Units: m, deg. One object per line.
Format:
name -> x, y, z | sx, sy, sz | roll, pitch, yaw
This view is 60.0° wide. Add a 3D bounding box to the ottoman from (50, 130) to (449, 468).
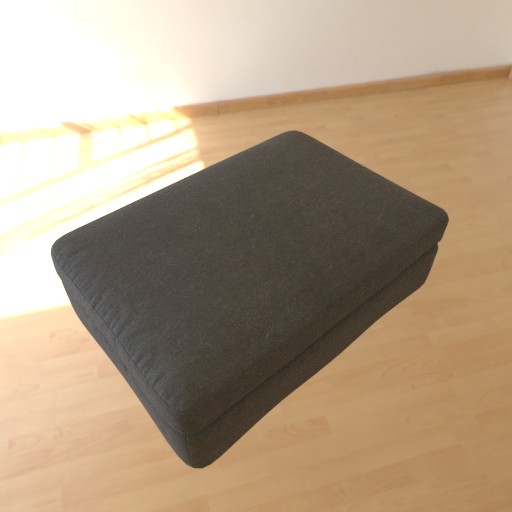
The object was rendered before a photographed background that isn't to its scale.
ottoman -> 0.000, 0.000, 1.626 | 1.199, 0.429, 0.840 | -32, 53, -27
